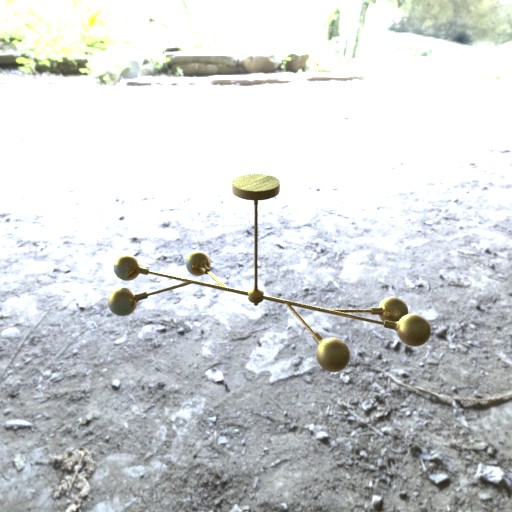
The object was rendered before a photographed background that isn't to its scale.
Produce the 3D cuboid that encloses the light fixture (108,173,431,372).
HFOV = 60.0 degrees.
[{"bbox_3d":[0.000,0.000,1.021,0.778,0.362,0.434,21,37,30],"label":"light fixture"}]
